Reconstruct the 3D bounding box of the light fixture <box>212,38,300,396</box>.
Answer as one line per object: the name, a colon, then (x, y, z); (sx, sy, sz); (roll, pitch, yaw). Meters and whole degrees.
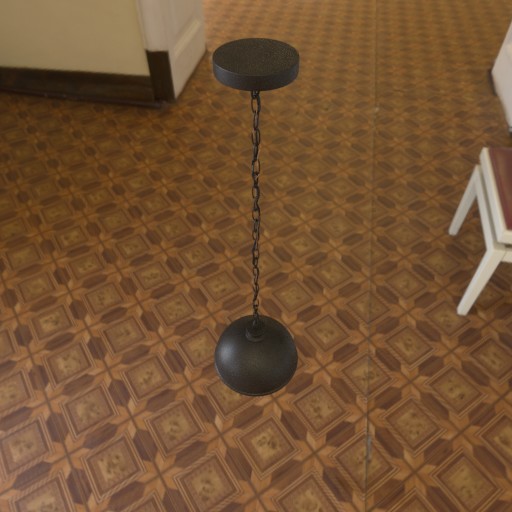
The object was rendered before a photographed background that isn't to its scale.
light fixture: (0.000, 0.000, 1.215); (0.304, 1.090, 0.304); (18, 50, 16)
